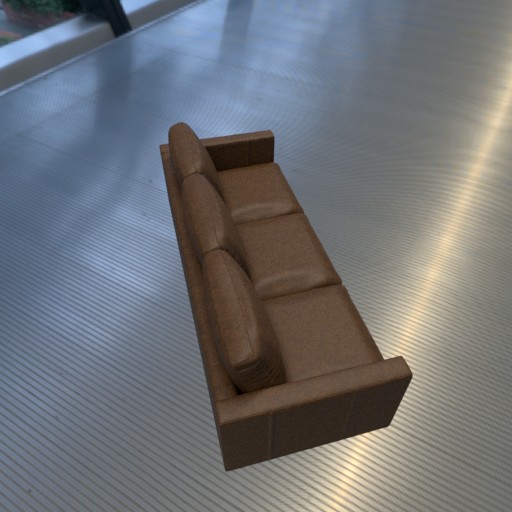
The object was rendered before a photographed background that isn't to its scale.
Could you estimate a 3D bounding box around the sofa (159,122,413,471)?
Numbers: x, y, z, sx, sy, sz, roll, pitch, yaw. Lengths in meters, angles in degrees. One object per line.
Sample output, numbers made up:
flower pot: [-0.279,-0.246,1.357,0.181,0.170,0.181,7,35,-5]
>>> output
sofa: [0.000,0.000,2.781,0.903,0.930,2.231,-11,46,-11]
